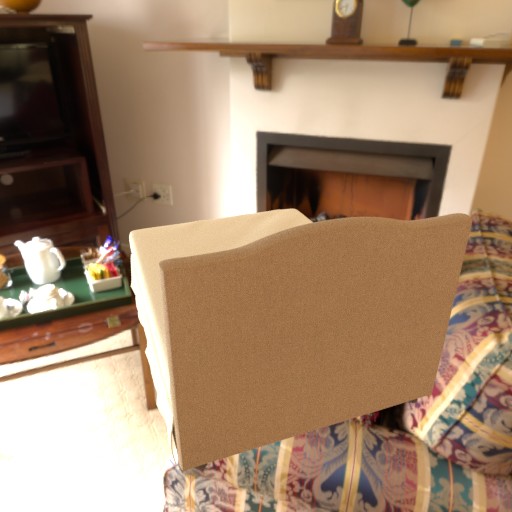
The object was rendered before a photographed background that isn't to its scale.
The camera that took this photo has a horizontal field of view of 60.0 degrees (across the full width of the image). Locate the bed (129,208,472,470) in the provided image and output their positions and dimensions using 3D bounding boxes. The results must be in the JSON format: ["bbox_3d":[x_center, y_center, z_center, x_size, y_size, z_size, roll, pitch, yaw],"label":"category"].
[{"bbox_3d":[0.000,0.000,3.392,1.821,1.436,2.282,-10,29,-18],"label":"bed"}]
